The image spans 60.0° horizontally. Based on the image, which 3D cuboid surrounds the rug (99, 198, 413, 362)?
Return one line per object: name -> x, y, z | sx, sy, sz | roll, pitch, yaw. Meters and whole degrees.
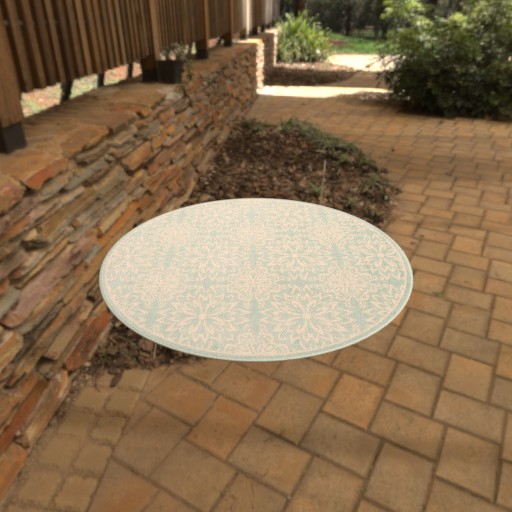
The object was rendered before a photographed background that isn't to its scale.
rug -> 0.000, 0.000, 2.351 | 1.593, 0.012, 1.593 | 0, 30, 0
